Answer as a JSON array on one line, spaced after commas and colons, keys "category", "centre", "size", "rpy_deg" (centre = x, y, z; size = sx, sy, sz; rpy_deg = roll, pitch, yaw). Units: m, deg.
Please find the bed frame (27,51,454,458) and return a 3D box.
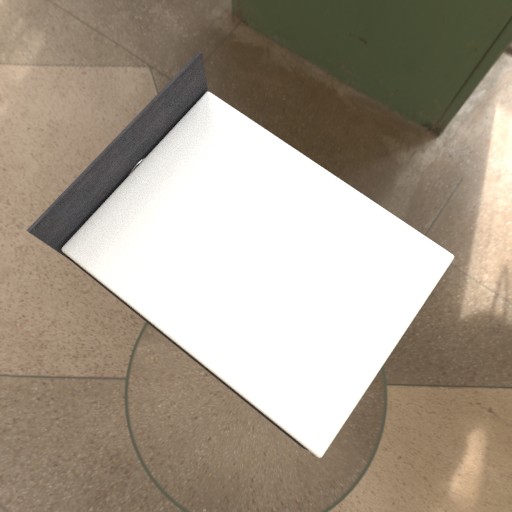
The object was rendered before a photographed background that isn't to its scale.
[{"category": "bed frame", "centre": [0.000, 0.000, 2.656], "size": [1.900, 0.800, 1.400], "rpy_deg": [36, 77, 10]}]
